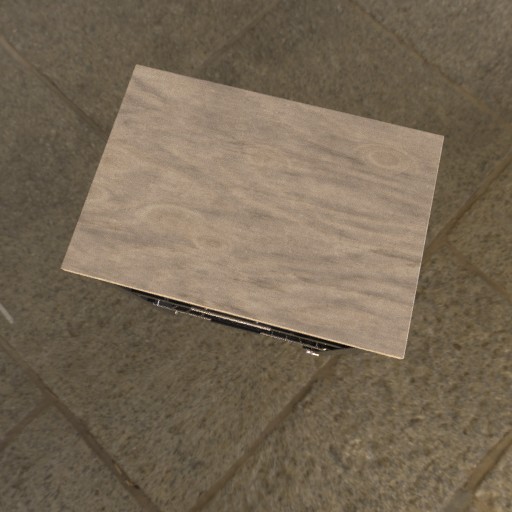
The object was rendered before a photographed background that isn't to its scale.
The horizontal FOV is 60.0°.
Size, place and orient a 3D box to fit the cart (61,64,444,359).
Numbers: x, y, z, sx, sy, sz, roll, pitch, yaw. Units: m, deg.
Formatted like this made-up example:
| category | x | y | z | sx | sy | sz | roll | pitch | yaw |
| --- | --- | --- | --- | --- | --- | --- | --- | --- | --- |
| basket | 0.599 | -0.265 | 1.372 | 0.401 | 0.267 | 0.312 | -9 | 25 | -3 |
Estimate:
| category | x | y | z | sx | sy | sz | roll | pitch | yaw |
| --- | --- | --- | --- | --- | --- | --- | --- | --- | --- |
| cart | 0.000 | 0.000 | 1.166 | 0.584 | 0.839 | 0.403 | 14 | 77 | 3 |
